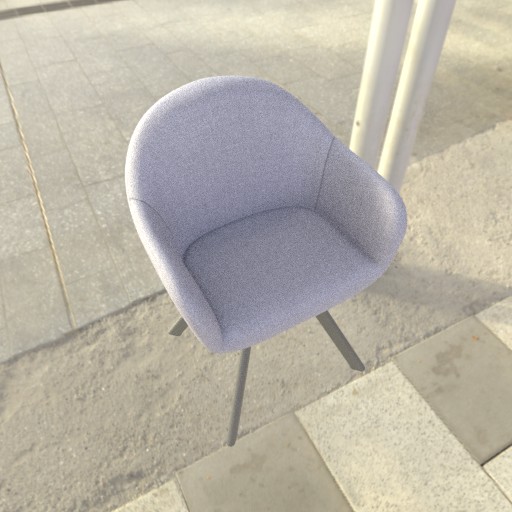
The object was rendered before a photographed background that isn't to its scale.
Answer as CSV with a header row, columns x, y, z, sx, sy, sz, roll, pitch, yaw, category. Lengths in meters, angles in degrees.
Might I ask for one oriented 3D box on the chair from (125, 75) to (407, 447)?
x,y,z,sx,sy,sz,roll,pitch,yaw,category
0.000,0.000,1.205,0.590,0.795,0.550,-22,50,-21,chair
